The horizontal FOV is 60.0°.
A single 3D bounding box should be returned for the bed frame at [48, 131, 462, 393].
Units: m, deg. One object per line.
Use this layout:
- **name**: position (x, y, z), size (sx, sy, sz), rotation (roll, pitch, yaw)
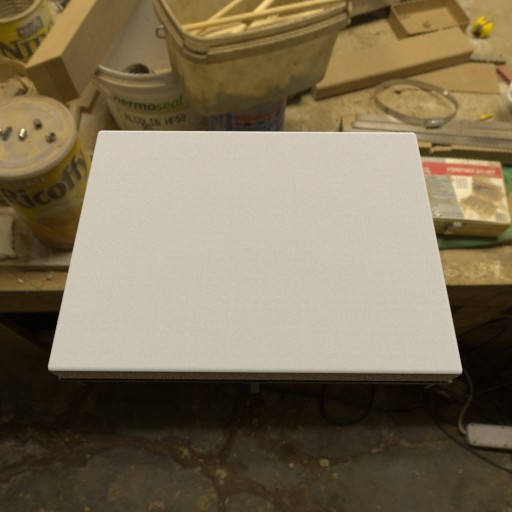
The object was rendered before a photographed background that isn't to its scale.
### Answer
- **bed frame**: position (0.000, 0.000, 3.490), size (2.635, 0.680, 1.990), rotation (0, 64, 0)
